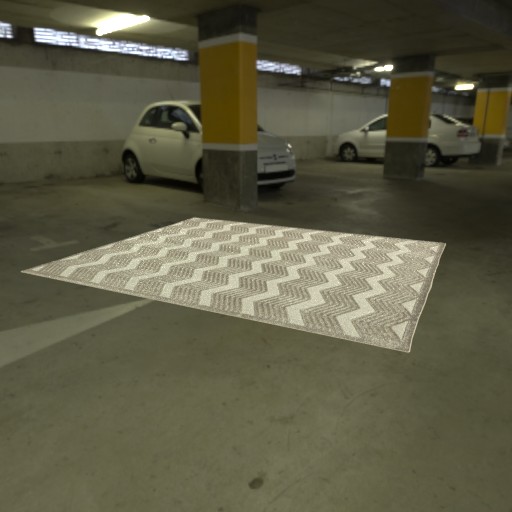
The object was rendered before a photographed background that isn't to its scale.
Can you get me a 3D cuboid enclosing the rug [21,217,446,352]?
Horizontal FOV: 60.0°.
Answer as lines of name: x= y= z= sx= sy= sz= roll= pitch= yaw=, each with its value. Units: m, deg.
rug: x=0.000 y=0.000 z=3.835 sx=2.880 sy=0.005 sz=2.391 roll=8 pitch=18 yaw=25
